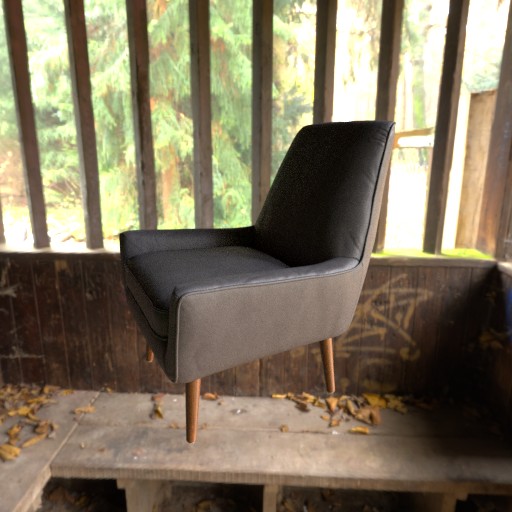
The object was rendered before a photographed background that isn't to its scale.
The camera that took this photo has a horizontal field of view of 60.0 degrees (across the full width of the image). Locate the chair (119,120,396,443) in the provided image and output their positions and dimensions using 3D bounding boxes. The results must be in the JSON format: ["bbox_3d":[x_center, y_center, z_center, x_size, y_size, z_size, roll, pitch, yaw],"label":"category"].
[{"bbox_3d":[0.000,0.000,1.508,0.822,0.888,0.787,-7,16,-25],"label":"chair"}]
